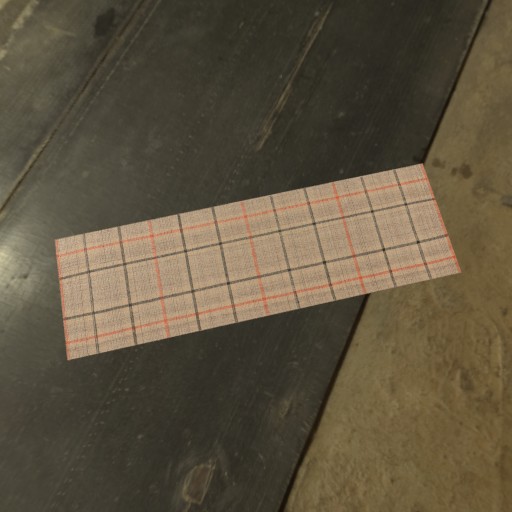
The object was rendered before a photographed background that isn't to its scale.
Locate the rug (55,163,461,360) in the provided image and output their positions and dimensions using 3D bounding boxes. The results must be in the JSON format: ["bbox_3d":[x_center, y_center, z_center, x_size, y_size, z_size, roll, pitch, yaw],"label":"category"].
[{"bbox_3d":[0.000,0.000,2.778,2.439,0.008,0.762,-12,75,-3],"label":"rug"}]
